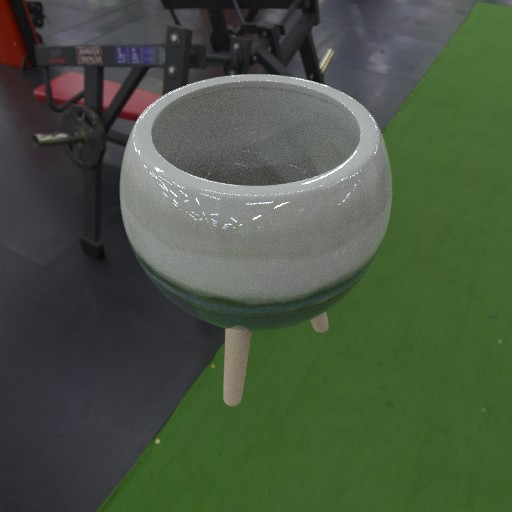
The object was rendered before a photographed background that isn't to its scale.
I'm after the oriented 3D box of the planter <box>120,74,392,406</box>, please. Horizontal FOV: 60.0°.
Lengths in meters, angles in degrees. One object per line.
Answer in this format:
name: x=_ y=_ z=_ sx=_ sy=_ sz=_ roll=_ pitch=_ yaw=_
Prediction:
planter: x=0.000 y=0.000 z=0.427 sx=0.222 sy=0.278 sz=0.222 roll=0 pitch=45 yaw=0
